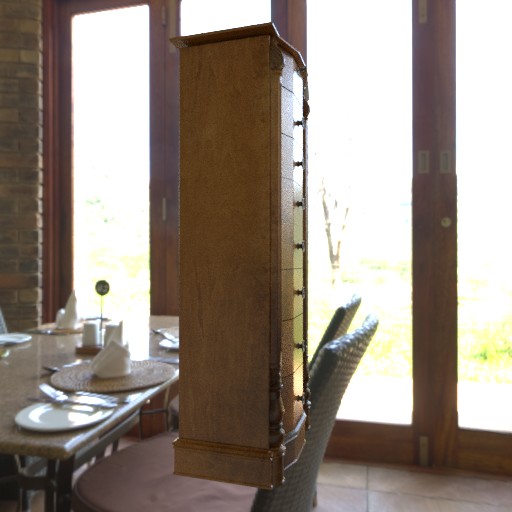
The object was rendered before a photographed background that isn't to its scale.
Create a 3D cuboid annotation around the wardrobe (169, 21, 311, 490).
[{"bbox_3d":[0.000,0.000,1.120,0.273,0.959,0.406,0,-1,17],"label":"wardrobe"}]
